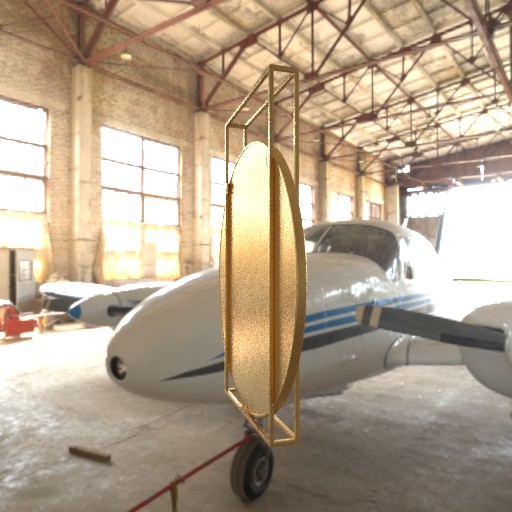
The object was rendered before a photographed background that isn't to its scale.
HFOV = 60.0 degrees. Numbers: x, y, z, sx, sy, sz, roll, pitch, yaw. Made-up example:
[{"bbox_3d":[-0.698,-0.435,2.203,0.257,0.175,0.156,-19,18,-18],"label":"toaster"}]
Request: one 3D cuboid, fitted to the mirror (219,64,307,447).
[{"bbox_3d":[0.000,0.000,0.854,0.051,0.603,0.508,0,-1,-17],"label":"mirror"}]
